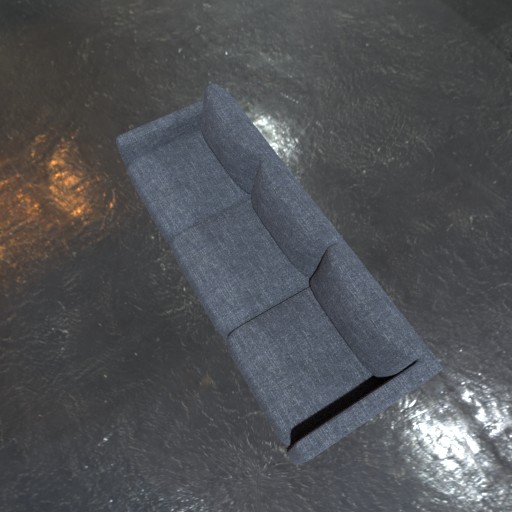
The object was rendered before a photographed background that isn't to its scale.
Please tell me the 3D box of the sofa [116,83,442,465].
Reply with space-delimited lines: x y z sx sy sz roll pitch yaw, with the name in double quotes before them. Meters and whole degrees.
"sofa" 0.000 0.000 2.716 0.859 0.874 2.218 -28 67 -13
